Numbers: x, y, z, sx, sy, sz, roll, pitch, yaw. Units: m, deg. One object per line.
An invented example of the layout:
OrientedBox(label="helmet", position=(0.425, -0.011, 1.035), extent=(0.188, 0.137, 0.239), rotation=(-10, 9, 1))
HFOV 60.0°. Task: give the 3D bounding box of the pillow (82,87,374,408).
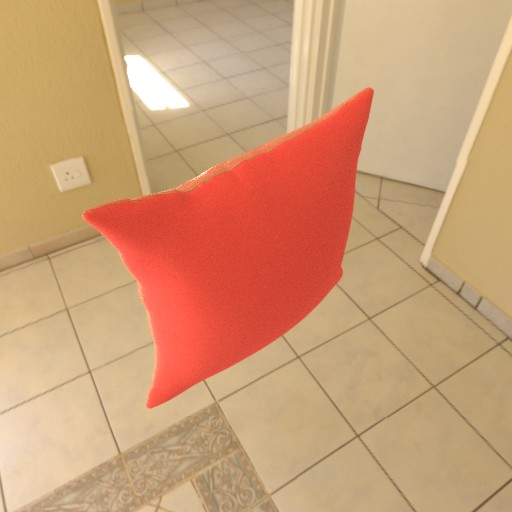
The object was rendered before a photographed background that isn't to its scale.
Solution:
OrientedBox(label="pillow", position=(0.000, 0.000, 0.822), extent=(0.559, 0.501, 0.229), rotation=(-31, 53, -27))
